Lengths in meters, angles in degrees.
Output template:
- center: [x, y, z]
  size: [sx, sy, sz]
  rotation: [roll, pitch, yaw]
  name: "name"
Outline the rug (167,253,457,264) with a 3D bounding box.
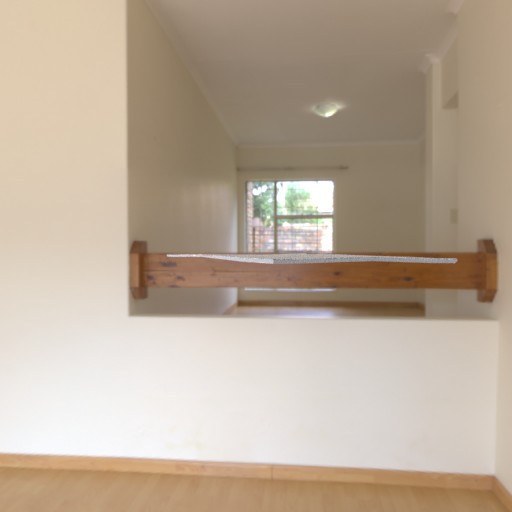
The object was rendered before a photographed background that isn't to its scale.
- center: [0.000, 0.000, 2.508]
  size: [0.692, 0.032, 2.320]
  rotation: [0, 1, -19]
  name: "rug"
